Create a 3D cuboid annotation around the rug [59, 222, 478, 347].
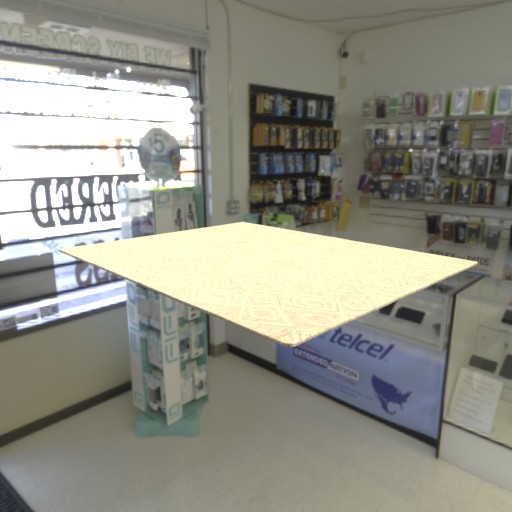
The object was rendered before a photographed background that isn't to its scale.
[{"bbox_3d":[0.000,0.000,4.087,2.449,0.025,3.049,-13,18,-42],"label":"rug"}]
